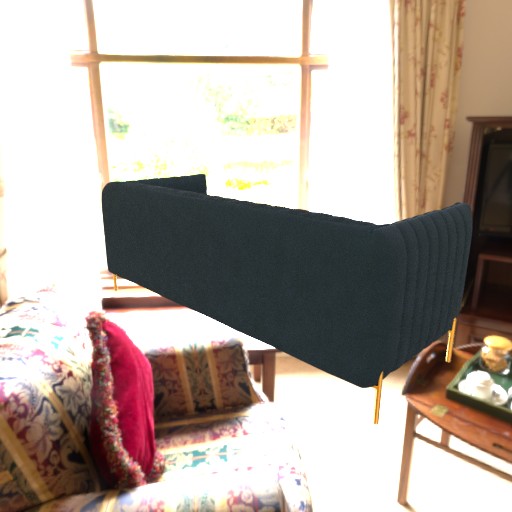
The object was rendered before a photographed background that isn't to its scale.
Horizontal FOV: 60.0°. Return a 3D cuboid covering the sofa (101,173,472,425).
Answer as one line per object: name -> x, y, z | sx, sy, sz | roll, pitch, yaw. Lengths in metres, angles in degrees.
sofa -> 0.000, 0.000, 2.603 | 0.896, 0.793, 2.136 | -15, 22, -43
